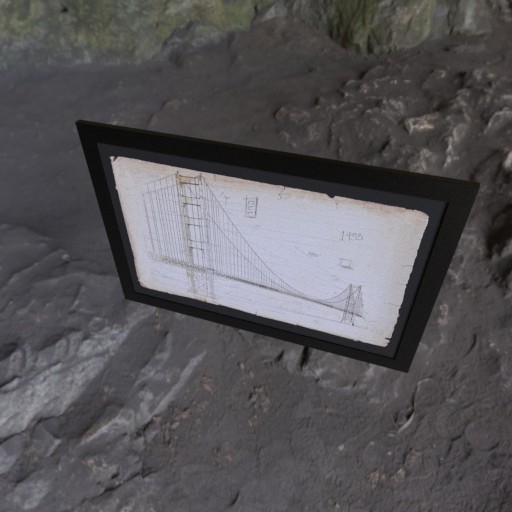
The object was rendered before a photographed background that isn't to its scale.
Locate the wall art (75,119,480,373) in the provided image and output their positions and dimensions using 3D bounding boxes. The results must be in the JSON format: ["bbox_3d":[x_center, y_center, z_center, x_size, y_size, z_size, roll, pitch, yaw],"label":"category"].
[{"bbox_3d":[0.000,0.000,0.845,0.660,0.447,0.013,12,43,14],"label":"wall art"}]
